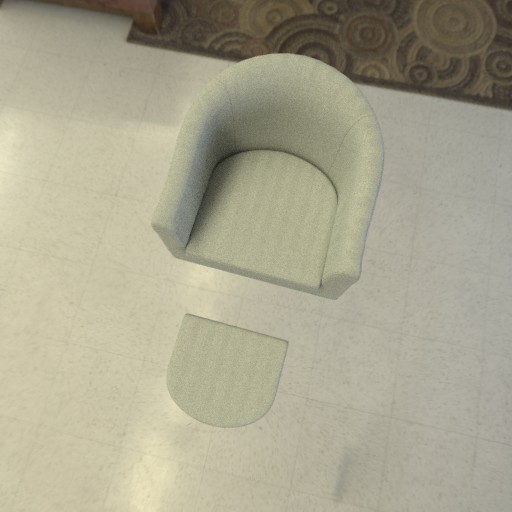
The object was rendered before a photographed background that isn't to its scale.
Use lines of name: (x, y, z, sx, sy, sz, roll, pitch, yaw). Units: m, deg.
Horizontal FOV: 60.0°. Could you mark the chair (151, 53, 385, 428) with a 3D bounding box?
chair: (0.000, 0.000, 1.724, 0.756, 0.757, 1.288, 15, 75, 4)
